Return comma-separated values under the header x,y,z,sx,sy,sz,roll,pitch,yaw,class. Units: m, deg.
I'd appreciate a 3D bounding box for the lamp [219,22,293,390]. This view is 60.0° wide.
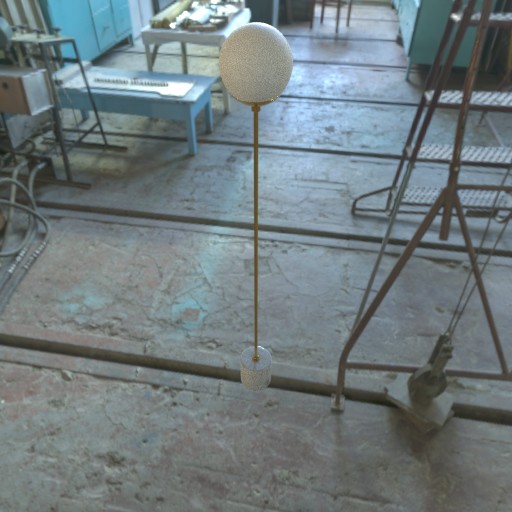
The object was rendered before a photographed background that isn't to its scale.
x,y,z,sx,sy,sz,roll,pitch,yaw,class
0.000,0.000,1.836,0.224,1.753,0.224,-25,47,-26,lamp
